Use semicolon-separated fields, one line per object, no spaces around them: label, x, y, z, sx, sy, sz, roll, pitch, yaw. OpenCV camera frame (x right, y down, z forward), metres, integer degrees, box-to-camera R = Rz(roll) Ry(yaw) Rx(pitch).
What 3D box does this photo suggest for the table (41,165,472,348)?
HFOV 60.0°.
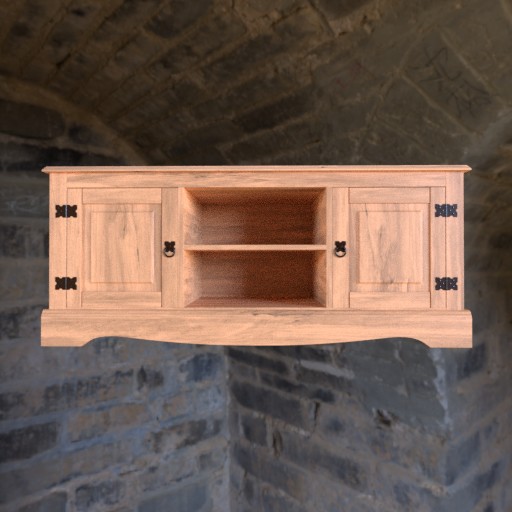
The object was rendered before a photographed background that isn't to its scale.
table;0.000;0.000;1.434;1.200;0.510;0.400;0;-1;1
